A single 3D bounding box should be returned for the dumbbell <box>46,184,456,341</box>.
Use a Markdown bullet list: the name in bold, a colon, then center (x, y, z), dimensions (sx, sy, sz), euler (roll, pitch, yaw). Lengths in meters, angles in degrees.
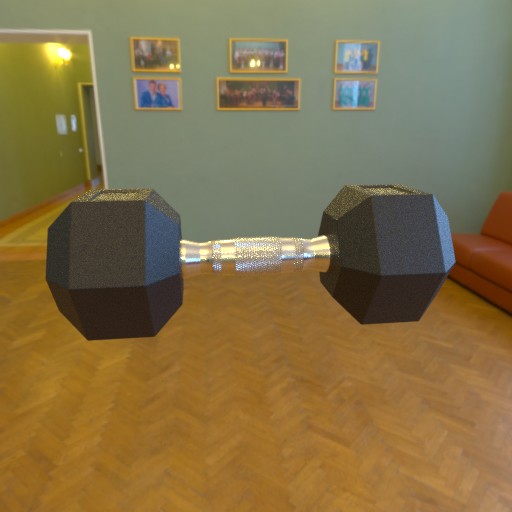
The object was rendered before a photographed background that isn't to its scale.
- **dumbbell**: center (0.000, 0.000, 0.423), dimensions (0.356, 0.123, 0.141), euler (-2, 17, -7)
